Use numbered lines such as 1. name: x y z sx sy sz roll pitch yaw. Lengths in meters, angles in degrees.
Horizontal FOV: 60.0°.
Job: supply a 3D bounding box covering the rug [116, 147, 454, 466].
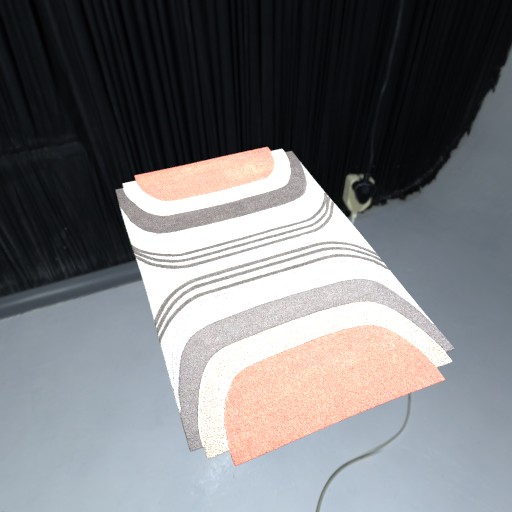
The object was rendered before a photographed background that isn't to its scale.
1. rug: 0.000 0.000 2.980 1.530 0.017 2.446 -16 48 -15
